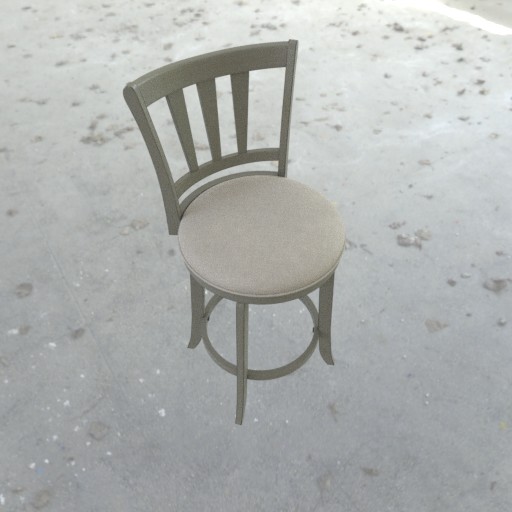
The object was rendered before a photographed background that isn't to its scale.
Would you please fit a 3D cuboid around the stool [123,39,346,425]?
[{"bbox_3d":[0.000,0.000,1.256,0.450,0.994,0.486,-26,52,-22],"label":"stool"}]
